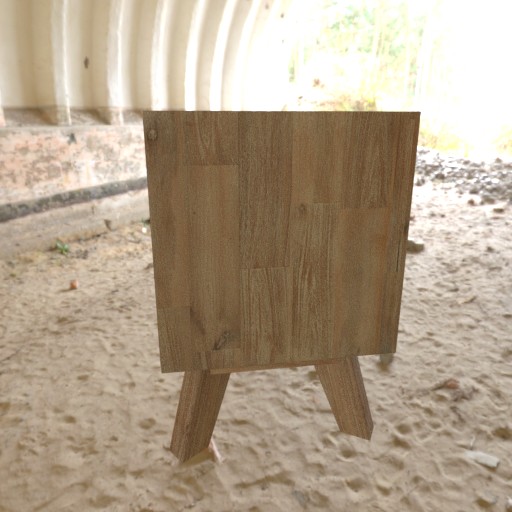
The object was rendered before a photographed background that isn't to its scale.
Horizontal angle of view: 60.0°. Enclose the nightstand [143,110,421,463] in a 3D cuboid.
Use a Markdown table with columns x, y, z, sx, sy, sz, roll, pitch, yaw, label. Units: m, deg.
| x | y | z | sx | sy | sz | roll | pitch | yaw | label |
| --- | --- | --- | --- | --- | --- | --- | --- | --- | --- |
| 0.000 | 0.000 | 0.961 | 0.396 | 0.589 | 0.552 | -3 | 17 | -9 | nightstand |
